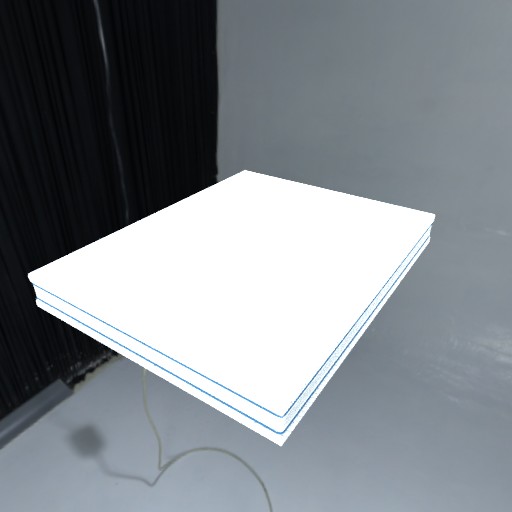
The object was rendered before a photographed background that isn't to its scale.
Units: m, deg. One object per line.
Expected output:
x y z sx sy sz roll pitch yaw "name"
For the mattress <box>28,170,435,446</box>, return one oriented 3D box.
0.000 0.000 2.746 1.600 0.230 2.000 19 35 29 "mattress"
